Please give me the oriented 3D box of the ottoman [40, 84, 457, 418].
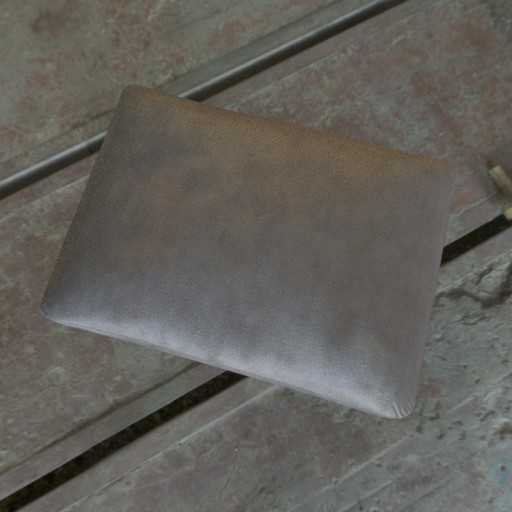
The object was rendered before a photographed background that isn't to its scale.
[{"bbox_3d":[0.000,0.000,1.015,0.719,0.456,0.520,15,77,3],"label":"ottoman"}]
